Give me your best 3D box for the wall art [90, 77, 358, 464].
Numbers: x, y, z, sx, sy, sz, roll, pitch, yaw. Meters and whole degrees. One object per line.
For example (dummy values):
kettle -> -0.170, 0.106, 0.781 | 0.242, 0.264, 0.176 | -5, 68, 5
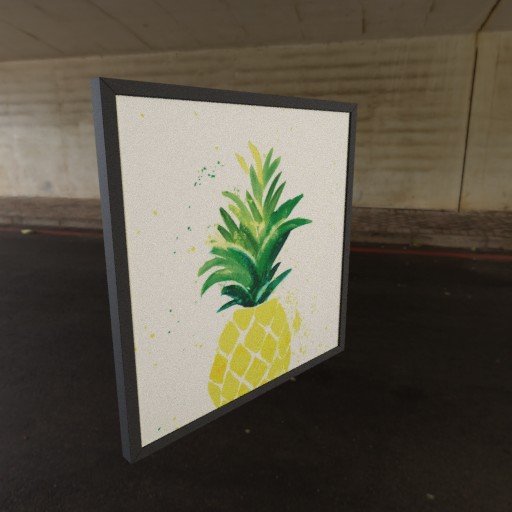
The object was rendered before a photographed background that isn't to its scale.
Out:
wall art -> 0.000, 0.000, 1.103 | 0.762, 0.760, 0.037 | -14, 20, -42
